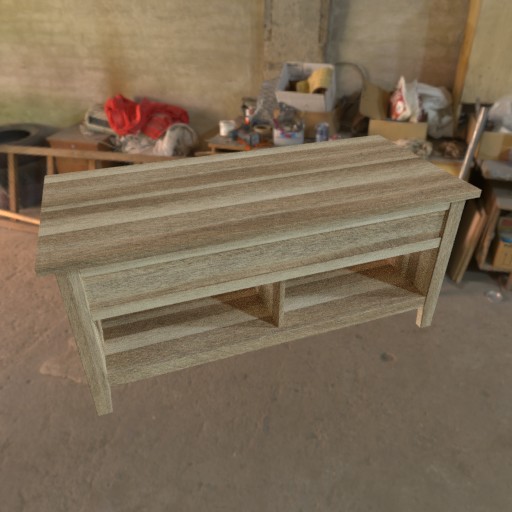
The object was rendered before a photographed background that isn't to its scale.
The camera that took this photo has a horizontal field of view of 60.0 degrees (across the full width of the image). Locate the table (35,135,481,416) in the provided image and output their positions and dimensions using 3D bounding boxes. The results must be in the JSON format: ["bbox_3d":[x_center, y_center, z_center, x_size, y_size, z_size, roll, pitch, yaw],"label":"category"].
[{"bbox_3d":[0.000,0.000,1.346,1.095,0.480,0.493,-11,35,-16],"label":"table"}]
